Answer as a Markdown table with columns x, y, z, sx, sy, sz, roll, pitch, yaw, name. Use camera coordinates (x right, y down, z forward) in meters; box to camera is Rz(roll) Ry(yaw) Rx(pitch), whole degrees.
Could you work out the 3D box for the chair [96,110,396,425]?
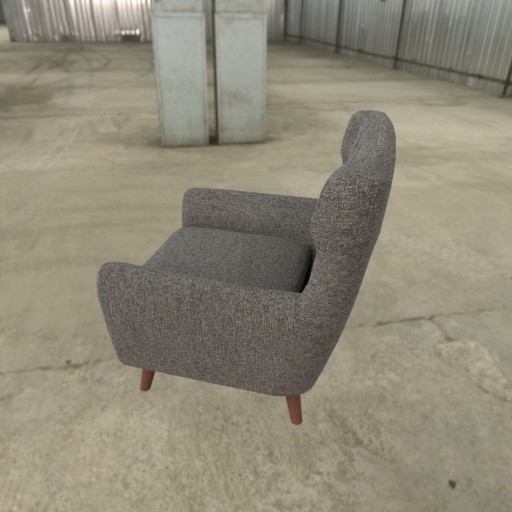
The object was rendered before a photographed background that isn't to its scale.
| x | y | z | sx | sy | sz | roll | pitch | yaw | name |
| --- | --- | --- | --- | --- | --- | --- | --- | --- | --- |
| 0.000 | 0.000 | 1.770 | 0.940 | 1.039 | 0.889 | 8 | 30 | 13 | chair |
